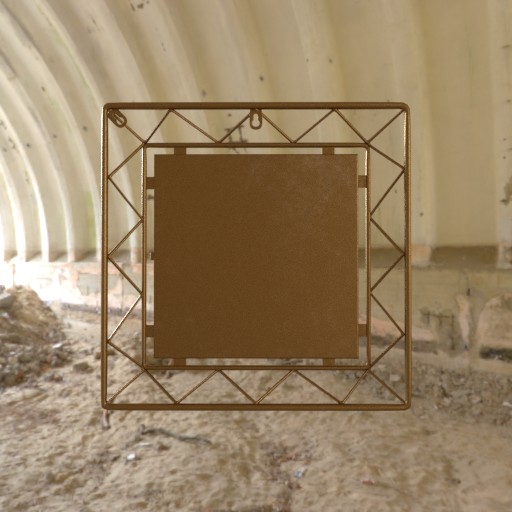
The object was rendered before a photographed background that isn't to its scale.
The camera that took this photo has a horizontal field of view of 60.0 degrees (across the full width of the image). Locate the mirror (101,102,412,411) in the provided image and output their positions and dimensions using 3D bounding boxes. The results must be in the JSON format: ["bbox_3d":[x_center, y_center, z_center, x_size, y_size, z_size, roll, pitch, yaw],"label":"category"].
[{"bbox_3d":[0.000,0.000,0.613,0.416,0.414,0.046,0,-1,0],"label":"mirror"}]
